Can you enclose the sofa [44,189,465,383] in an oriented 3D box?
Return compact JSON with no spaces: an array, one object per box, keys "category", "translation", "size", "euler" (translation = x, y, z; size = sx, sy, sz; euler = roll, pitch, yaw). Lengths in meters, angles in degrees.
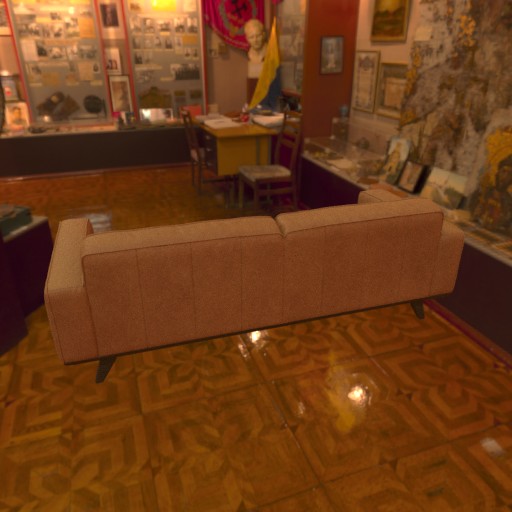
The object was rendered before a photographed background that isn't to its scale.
[{"category":"sofa","translation":[0.000,0.000,2.704],"size":[2.270,0.780,0.953],"euler":[-8,27,-16]}]
